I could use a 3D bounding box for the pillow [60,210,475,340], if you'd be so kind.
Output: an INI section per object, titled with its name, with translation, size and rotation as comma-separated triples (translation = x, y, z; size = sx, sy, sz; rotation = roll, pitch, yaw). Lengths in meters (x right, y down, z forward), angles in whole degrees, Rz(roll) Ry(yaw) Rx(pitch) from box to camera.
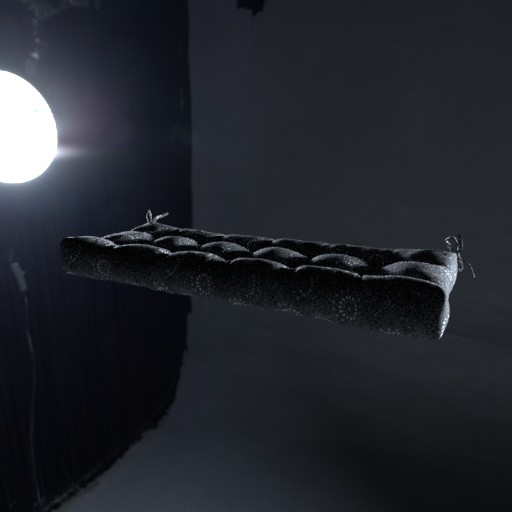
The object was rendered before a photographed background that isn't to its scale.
[pillow]
translation = 0.000, 0.000, 1.343
size = 1.194, 0.174, 0.511
rotation = 7, 16, 26
